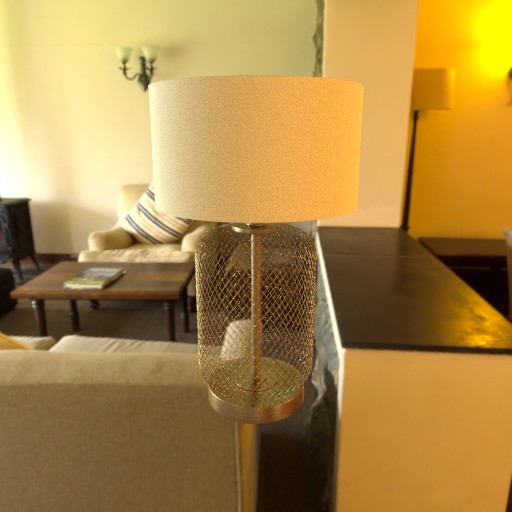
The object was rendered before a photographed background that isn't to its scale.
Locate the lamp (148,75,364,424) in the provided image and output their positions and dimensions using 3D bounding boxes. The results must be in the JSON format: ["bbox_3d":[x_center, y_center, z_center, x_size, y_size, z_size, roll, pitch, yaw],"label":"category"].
[{"bbox_3d":[0.000,0.000,0.816,0.353,0.578,0.353,0,15,0],"label":"lamp"}]
